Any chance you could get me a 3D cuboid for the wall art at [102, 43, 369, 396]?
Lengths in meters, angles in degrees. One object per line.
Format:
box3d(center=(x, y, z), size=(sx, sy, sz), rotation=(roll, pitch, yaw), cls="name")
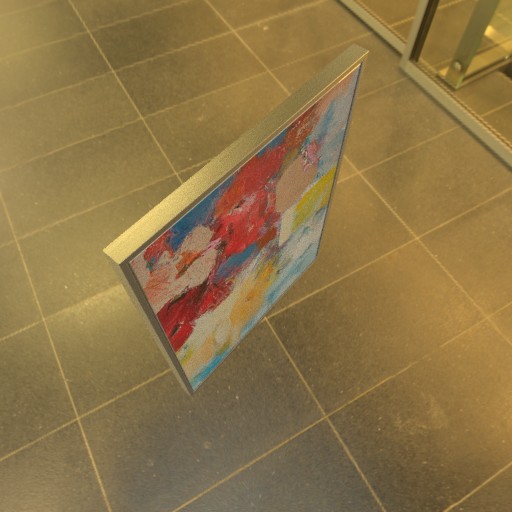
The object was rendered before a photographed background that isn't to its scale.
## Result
box3d(center=(0.000, 0.000, 0.773), size=(0.025, 0.569, 0.444), rotation=(37, 66, 19), cls="wall art")
